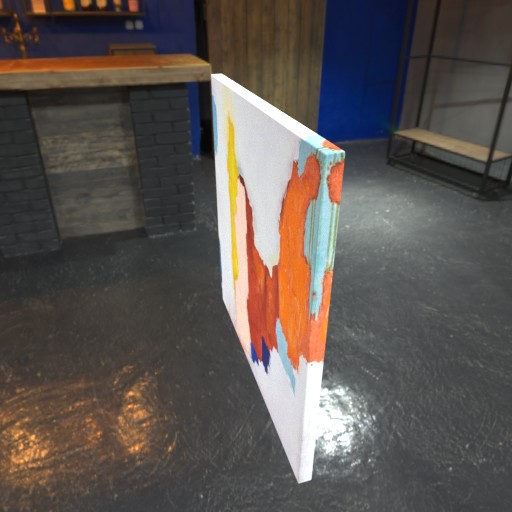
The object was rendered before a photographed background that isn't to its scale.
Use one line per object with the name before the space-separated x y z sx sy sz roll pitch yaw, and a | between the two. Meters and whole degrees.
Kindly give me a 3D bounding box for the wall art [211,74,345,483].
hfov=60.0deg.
wall art | 0.000 0.000 1.504 0.044 1.017 1.017 -9 31 -15
